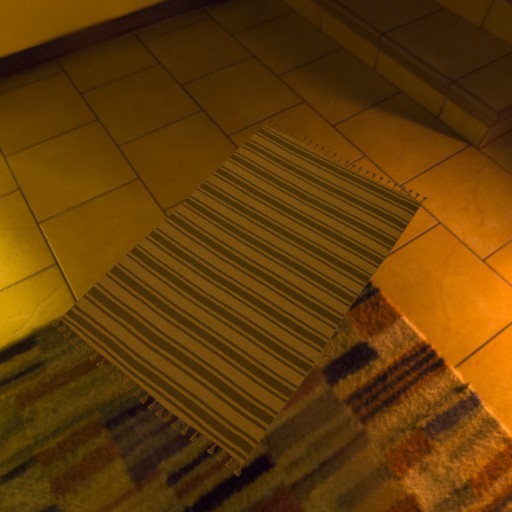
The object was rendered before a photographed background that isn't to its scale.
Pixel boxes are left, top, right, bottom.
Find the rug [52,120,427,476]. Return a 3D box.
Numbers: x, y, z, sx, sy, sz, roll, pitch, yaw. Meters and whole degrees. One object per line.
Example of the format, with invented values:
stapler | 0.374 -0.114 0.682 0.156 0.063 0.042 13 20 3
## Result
rug | 0.000 0.000 2.417 1.162 0.013 1.875 32 63 19
